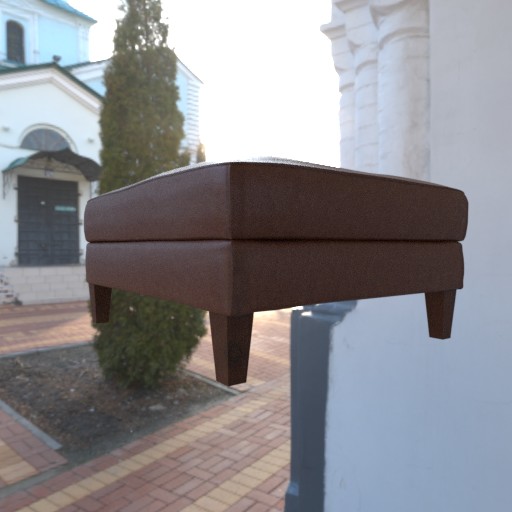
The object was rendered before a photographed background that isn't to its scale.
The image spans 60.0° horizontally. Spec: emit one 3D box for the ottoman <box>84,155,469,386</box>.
[{"bbox_3d":[0.000,0.000,1.426,0.836,0.472,0.987,-1,2,-36],"label":"ottoman"}]
